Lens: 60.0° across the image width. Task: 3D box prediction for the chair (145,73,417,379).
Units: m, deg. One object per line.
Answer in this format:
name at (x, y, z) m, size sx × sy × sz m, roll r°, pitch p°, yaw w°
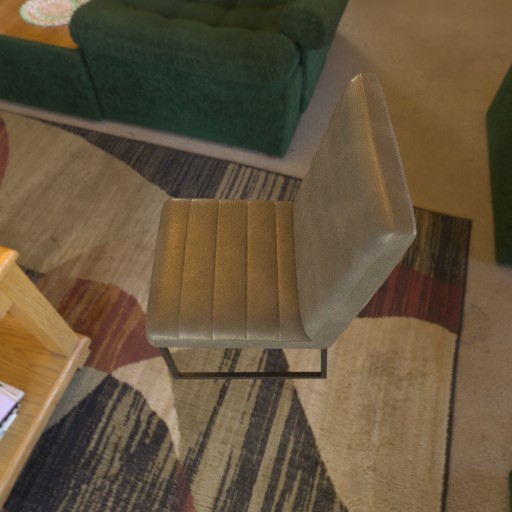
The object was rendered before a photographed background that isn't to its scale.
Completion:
chair at (0.000, 0.000, 1.351) m, size 0.634 × 0.930 × 0.520 m, roll 0°, pitch 57°, yaw 0°
